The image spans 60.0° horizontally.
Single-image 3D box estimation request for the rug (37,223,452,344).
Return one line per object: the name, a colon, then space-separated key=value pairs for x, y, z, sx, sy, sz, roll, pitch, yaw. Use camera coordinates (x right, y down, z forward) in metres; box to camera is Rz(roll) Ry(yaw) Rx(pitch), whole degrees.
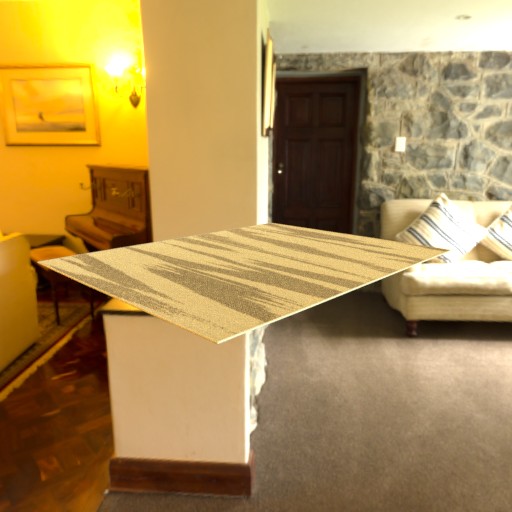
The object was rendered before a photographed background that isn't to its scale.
rug: x=0.000 y=0.000 z=3.992 sx=2.353 sy=0.014 sz=2.945 roll=13 pitch=18 yaw=43
